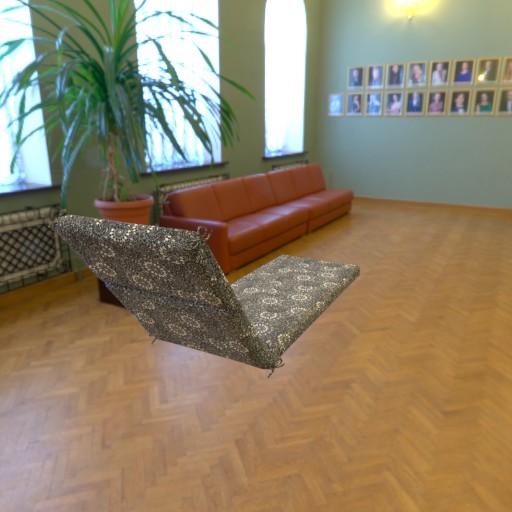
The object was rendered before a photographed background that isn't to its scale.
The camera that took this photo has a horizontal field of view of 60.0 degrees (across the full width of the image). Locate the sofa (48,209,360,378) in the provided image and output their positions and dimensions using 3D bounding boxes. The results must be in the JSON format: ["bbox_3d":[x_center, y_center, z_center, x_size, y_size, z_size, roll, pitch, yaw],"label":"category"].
[{"bbox_3d":[0.000,0.000,1.967,0.582,0.622,1.663,9,19,27],"label":"sofa"}]
